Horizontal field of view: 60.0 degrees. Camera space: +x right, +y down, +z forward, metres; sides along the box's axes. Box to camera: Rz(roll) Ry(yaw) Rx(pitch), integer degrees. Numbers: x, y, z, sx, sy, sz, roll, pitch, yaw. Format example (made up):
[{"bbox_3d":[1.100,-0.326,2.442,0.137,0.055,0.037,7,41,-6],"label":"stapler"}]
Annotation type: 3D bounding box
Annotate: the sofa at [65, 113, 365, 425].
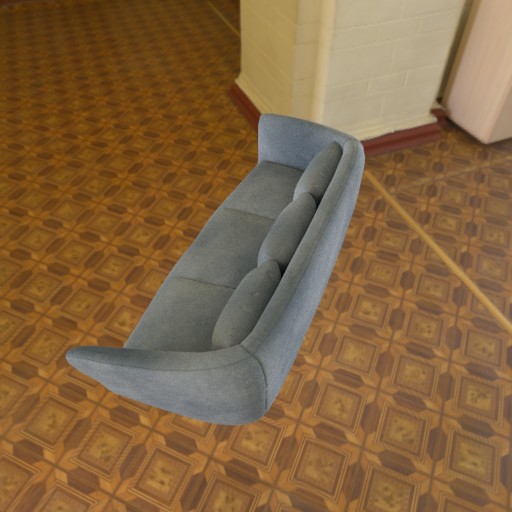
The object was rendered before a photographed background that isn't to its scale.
[{"bbox_3d":[0.000,0.000,2.544,0.849,0.795,2.095,17,49,16],"label":"sofa"}]
